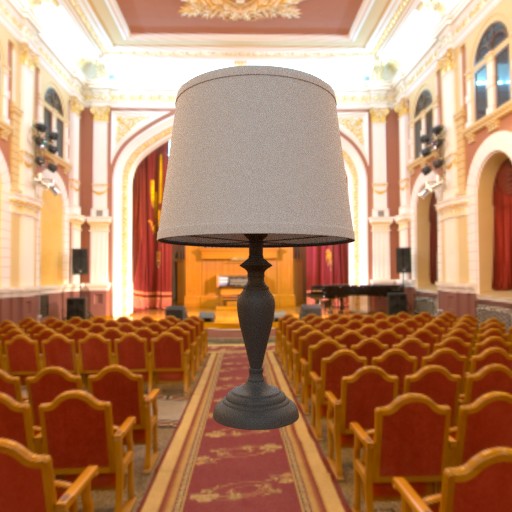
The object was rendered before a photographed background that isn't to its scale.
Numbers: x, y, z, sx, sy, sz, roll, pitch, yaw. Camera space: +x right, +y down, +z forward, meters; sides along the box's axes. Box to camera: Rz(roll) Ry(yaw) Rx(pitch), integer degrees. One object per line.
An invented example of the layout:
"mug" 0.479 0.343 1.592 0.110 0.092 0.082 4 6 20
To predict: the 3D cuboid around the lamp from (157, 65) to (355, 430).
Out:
"lamp" 0.000 0.000 0.708 0.310 0.501 0.310 0 -2 0
